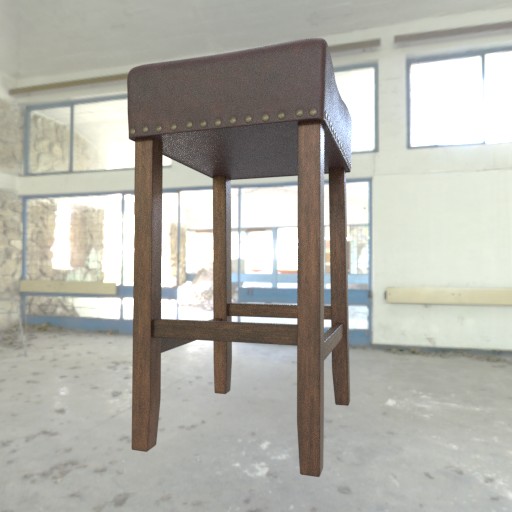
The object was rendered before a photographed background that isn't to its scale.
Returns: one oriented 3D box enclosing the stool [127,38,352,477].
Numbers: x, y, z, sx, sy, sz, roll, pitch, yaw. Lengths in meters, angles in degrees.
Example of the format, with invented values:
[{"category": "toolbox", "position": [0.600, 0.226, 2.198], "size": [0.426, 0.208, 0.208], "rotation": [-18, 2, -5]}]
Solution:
[{"category": "stool", "position": [0.000, 0.000, 1.029], "size": [0.401, 0.769, 0.465], "rotation": [0, -1, 18]}]
